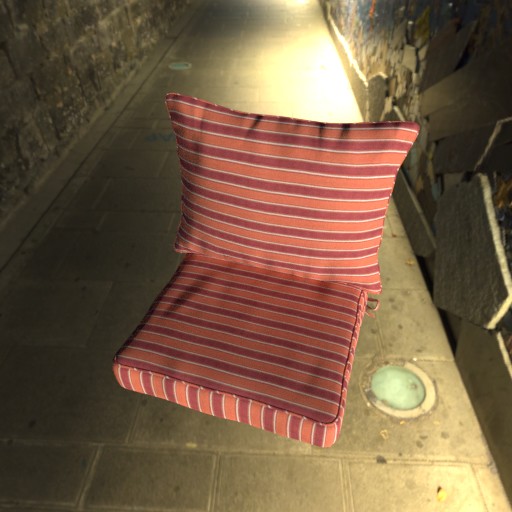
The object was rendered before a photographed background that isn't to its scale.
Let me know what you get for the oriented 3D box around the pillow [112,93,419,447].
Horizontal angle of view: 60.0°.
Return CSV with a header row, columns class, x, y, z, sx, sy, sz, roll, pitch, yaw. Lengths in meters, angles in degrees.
class,x,y,z,sx,sy,sz,roll,pitch,yaw
pillow,0.000,0.000,1.348,0.799,0.723,0.733,12,40,14
